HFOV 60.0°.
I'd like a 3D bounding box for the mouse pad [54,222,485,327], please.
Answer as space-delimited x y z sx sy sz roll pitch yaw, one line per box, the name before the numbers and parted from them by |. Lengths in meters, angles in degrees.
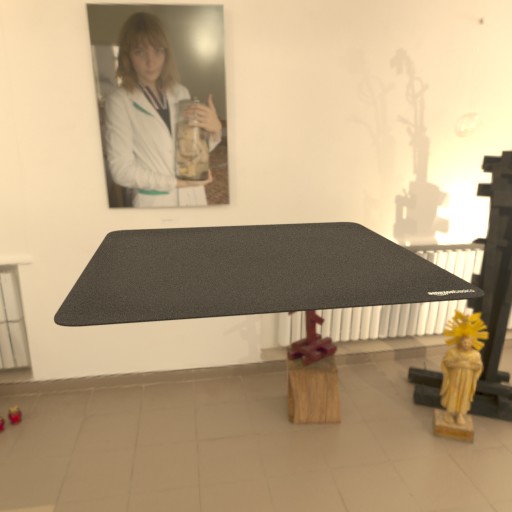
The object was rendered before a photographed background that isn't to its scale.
mouse pad | 0.000 0.000 0.623 0.451 0.002 0.393 -3 17 -9
